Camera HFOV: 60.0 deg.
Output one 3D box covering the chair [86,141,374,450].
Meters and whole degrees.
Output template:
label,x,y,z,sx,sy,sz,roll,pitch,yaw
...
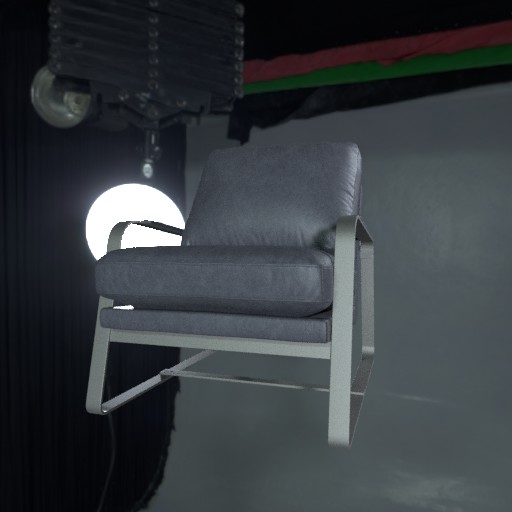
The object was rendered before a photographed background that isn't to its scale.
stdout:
label,x,y,z,sx,sy,sz,roll,pitch,yaw
chair,0.000,0.000,1.435,0.692,0.839,0.878,0,1,19
